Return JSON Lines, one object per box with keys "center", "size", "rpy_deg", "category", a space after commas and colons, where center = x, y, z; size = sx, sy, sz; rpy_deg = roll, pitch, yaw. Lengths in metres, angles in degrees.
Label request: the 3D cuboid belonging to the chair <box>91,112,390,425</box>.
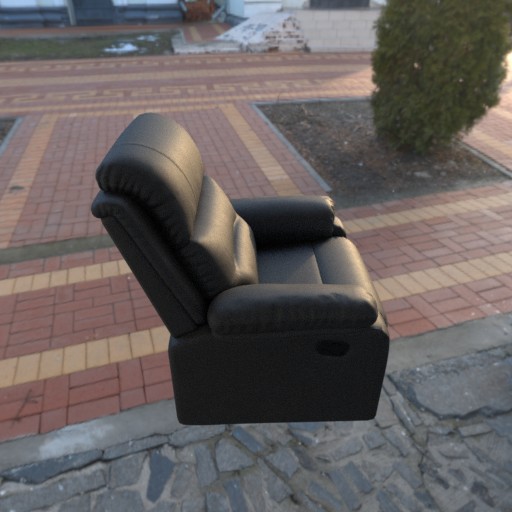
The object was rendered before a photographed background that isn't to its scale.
{"center": [0.000, 0.000, 1.668], "size": [0.919, 0.992, 0.855], "rpy_deg": [-1, 31, -1], "category": "chair"}
